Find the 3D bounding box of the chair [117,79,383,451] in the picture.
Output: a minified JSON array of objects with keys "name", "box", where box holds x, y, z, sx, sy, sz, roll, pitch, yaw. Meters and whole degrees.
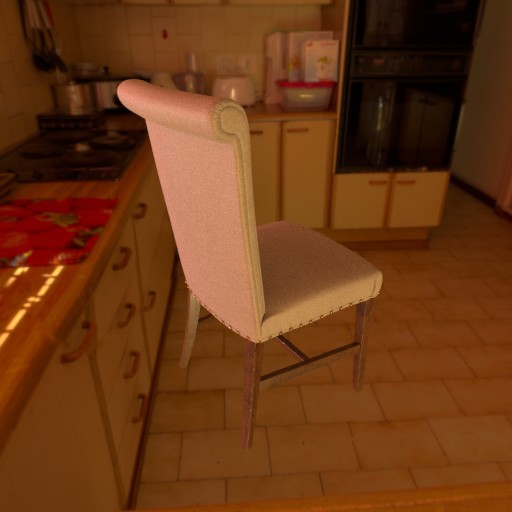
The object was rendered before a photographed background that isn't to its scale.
[{"name":"chair","box":[0.000,0.000,1.340,0.608,0.988,0.513,-17,31,-30]}]
